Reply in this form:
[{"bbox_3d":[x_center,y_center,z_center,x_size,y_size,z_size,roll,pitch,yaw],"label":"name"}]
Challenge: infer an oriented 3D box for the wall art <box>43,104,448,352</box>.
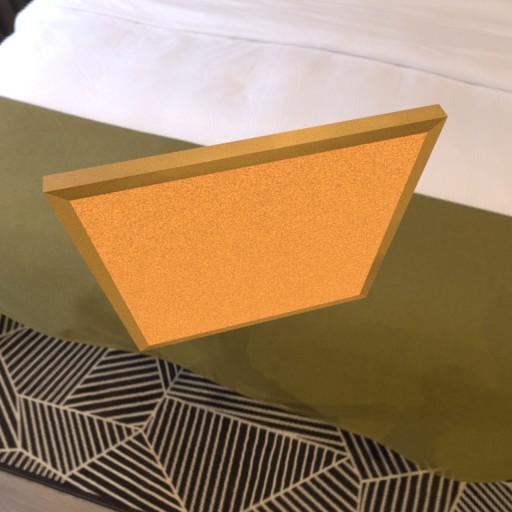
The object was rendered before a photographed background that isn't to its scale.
[{"bbox_3d":[0.000,0.000,1.140,0.762,0.762,0.038,-12,58,-8],"label":"wall art"}]
